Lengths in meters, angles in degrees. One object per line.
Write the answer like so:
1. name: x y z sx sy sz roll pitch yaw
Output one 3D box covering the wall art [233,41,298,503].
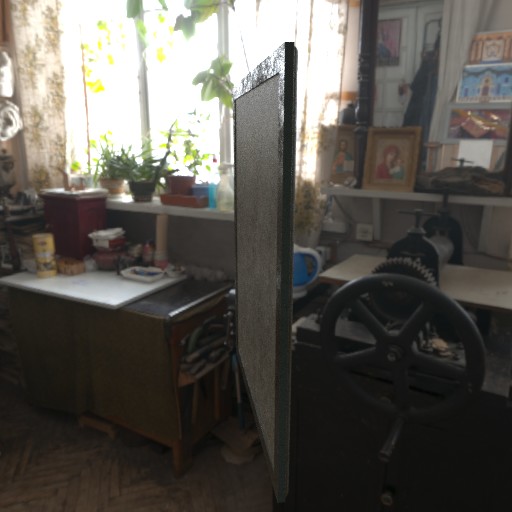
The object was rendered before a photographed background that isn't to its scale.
1. wall art: 0.000 0.000 1.268 0.030 0.983 0.767 -3 15 -9
